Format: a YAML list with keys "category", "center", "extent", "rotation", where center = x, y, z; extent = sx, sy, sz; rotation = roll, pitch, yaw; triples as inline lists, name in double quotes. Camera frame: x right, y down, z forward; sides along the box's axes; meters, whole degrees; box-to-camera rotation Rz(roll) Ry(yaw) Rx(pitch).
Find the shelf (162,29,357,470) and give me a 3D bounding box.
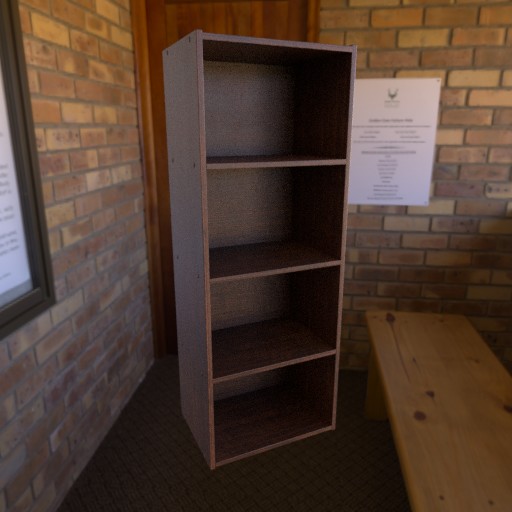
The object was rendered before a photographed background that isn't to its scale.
- category: "shelf"
  center: [0.000, 0.000, 1.277]
  extent: [0.415, 1.099, 0.290]
  rotation: [-7, 17, -24]
